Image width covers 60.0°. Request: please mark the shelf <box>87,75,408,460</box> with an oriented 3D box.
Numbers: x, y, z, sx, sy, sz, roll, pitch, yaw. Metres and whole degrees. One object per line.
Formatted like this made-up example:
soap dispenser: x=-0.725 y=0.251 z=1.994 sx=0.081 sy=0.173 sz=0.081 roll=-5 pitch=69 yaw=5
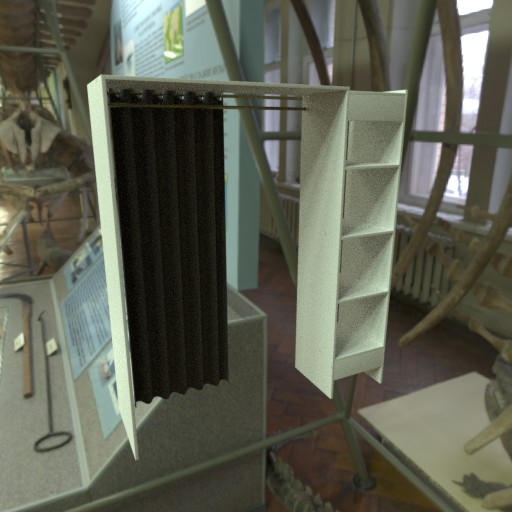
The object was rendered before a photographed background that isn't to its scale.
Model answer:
shelf: x=0.000 y=0.000 z=2.537 sx=1.600 sy=1.810 sz=0.500 roll=-8 pitch=18 yaw=-25
